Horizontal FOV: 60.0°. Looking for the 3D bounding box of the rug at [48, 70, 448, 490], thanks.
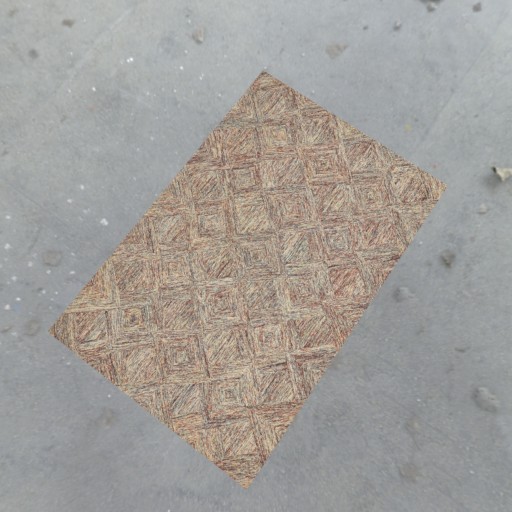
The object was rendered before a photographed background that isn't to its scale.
[{"bbox_3d":[0.000,0.000,2.851,1.523,0.019,2.285,35,79,8],"label":"rug"}]
